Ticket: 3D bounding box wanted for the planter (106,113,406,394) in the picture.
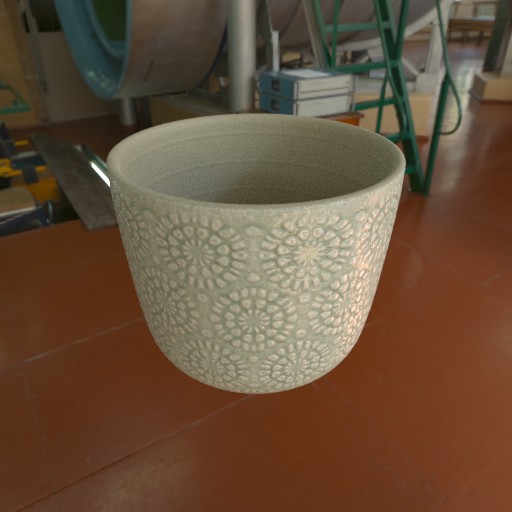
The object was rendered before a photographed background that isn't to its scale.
[{"bbox_3d":[0.000,0.000,0.218,0.124,0.109,0.124,0,31,0],"label":"planter"}]
